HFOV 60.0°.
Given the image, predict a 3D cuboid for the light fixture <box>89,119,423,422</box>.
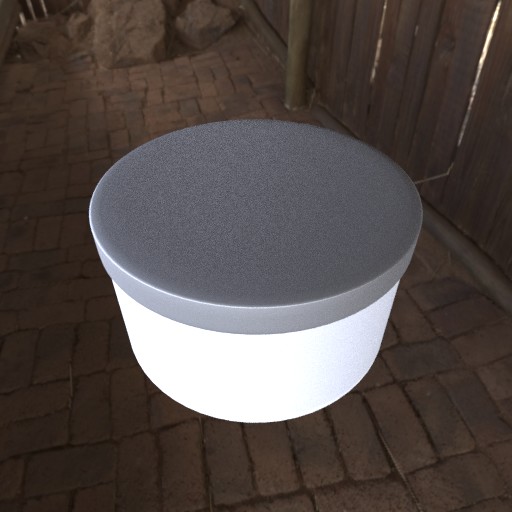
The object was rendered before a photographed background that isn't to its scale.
[{"bbox_3d":[0.000,0.000,0.616,0.393,0.229,0.393,0,41,0],"label":"light fixture"}]
